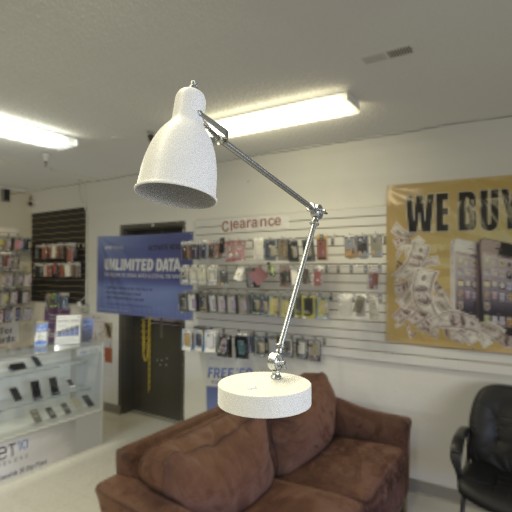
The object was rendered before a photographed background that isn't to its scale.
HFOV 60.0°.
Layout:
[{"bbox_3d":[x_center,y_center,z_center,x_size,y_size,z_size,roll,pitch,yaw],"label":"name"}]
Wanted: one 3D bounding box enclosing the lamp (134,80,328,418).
[{"bbox_3d":[0.000,0.000,0.870,0.187,0.587,0.561,-1,-1,35],"label":"lamp"}]
